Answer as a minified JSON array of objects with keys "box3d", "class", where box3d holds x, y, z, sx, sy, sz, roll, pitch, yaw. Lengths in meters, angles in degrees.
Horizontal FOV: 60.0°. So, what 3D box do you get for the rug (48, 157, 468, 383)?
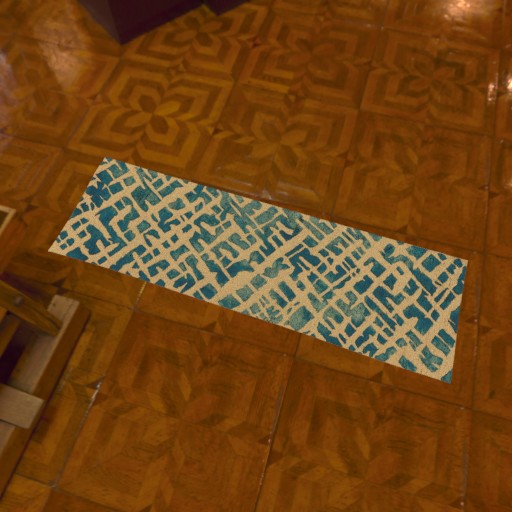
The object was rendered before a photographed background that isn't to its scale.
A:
[{"box3d":[0.000,0.000,2.696,2.446,0.011,0.768,17,65,8],"class":"rug"}]
